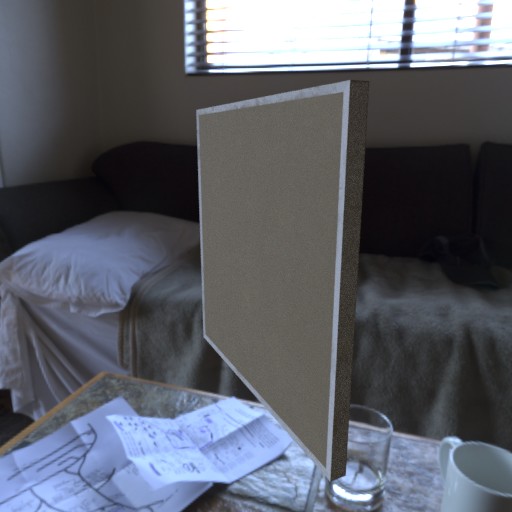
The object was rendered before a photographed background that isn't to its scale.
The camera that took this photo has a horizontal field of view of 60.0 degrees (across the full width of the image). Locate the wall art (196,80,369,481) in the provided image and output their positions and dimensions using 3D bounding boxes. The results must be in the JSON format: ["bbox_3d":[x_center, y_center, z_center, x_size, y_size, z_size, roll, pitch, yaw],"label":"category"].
[{"bbox_3d":[0.000,0.000,1.136,0.038,0.757,0.760,-7,16,-25],"label":"wall art"}]
